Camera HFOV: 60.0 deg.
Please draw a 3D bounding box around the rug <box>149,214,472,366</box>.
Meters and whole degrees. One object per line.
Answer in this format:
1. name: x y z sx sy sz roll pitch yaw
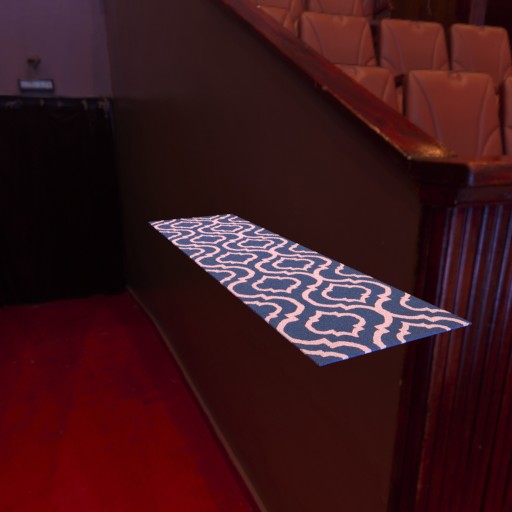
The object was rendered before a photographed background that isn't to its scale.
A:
1. rug: 0.000 0.000 2.513 0.685 0.006 2.296 -8 19 -25
